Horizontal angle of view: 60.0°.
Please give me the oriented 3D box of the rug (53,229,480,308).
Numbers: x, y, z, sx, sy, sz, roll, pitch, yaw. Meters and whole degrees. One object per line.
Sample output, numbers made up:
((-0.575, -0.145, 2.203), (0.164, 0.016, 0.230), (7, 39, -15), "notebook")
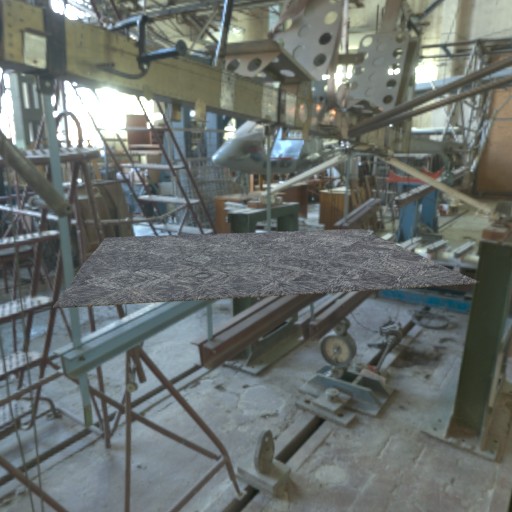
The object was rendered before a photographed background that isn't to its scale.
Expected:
((0.000, 0.000, 5.542), (4.093, 0.020, 2.997), (-2, 14, -10), "rug")
